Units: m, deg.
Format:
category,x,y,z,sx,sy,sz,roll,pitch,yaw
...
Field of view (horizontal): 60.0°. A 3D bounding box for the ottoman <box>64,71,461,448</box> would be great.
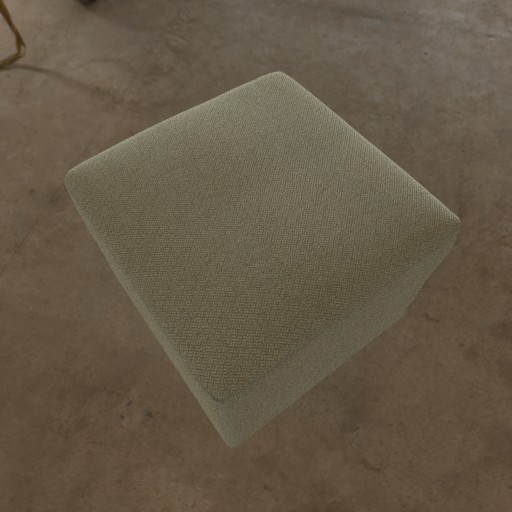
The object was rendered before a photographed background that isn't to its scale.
category,x,y,z,sx,sy,sz,roll,pitch,yaw
ottoman,0.000,0.000,0.931,0.512,0.453,0.521,-32,64,-18
